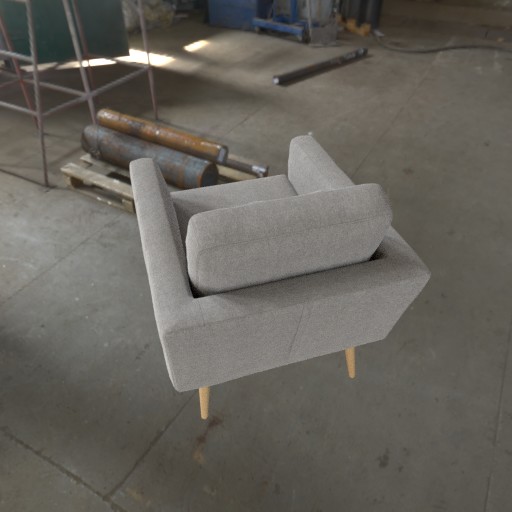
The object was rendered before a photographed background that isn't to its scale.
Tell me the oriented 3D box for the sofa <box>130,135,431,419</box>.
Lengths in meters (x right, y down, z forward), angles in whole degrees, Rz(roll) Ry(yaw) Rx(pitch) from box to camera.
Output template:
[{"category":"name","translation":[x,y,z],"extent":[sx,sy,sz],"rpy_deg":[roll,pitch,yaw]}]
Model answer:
[{"category":"sofa","translation":[0.000,0.000,1.601],"extent":[0.770,0.860,0.920],"rpy_deg":[-11,42,-13]}]
